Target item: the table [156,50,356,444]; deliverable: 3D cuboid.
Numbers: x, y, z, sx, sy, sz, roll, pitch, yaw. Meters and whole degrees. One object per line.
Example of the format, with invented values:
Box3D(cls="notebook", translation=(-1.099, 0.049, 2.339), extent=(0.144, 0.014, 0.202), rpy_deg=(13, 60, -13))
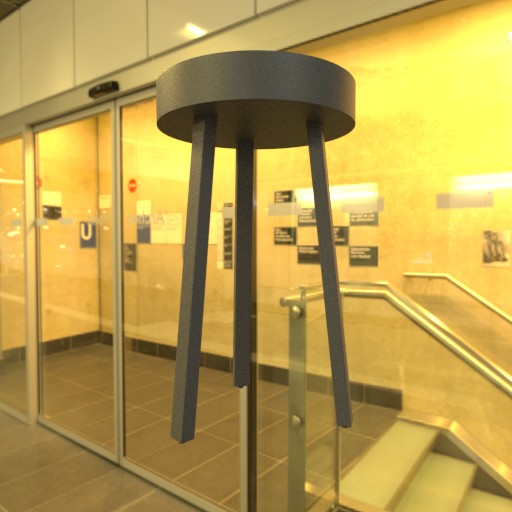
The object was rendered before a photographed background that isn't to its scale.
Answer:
Box3D(cls="table", translation=(0.000, 0.000, 0.937), extent=(0.406, 0.686, 0.406), rpy_deg=(1, 2, 19))
